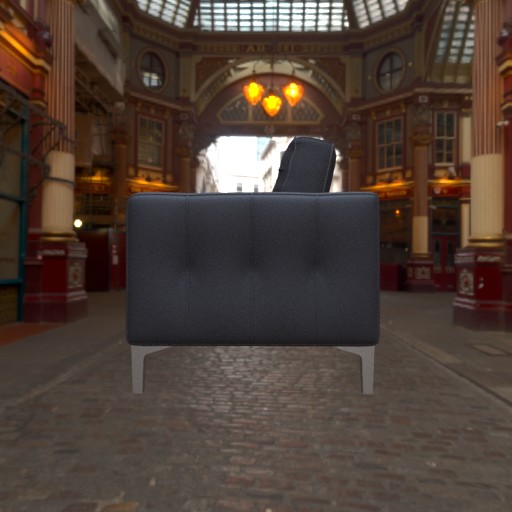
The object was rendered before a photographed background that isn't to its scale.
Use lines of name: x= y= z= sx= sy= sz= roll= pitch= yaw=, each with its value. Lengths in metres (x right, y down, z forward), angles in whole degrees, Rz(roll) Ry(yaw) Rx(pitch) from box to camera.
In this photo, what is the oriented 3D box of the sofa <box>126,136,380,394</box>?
sofa: x=0.000 y=0.000 z=2.247 sx=0.833 sy=0.893 sz=1.726 roll=0 pitch=0 yaw=1
